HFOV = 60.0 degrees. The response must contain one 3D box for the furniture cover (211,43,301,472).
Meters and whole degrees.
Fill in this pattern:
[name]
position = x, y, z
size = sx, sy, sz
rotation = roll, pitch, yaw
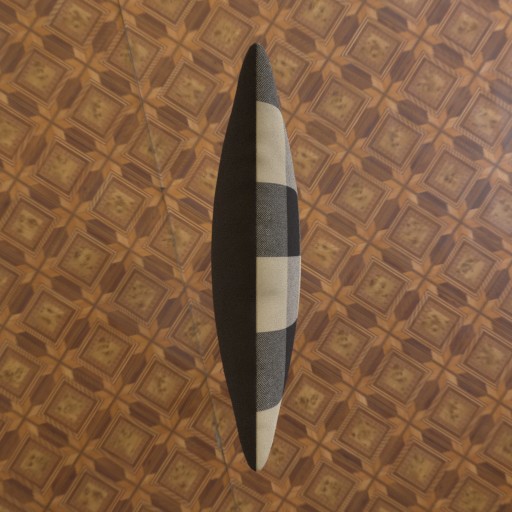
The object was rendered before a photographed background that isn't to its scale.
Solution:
[furniture cover]
position = 0.000, 0.000, 0.777
size = 0.161, 0.509, 0.511
rotation = 0, 91, 0
